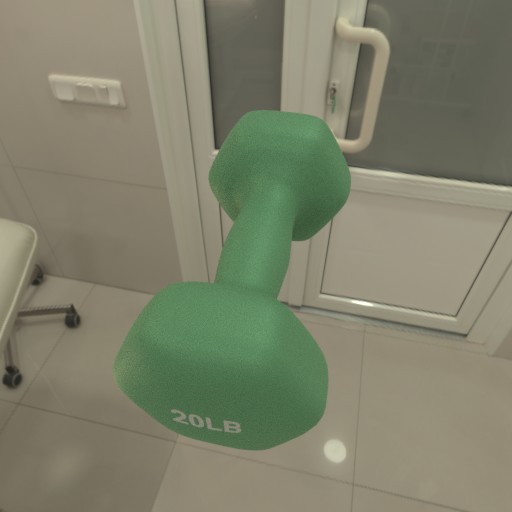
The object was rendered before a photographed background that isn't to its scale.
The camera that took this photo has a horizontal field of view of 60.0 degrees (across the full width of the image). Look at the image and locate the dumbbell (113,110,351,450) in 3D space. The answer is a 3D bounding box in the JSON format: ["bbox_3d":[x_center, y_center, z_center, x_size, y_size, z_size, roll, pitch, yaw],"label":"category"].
[{"bbox_3d":[0.000,0.000,0.331,0.129,0.117,0.260,9,47,9],"label":"dumbbell"}]
